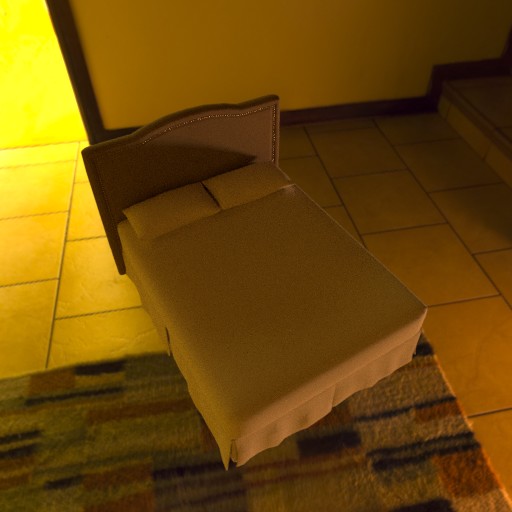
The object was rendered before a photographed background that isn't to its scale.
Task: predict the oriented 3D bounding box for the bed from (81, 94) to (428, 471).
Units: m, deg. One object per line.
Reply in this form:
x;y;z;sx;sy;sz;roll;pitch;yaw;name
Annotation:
0.000;0.000;3.331;1.744;1.441;2.128;-24;51;-21;bed
